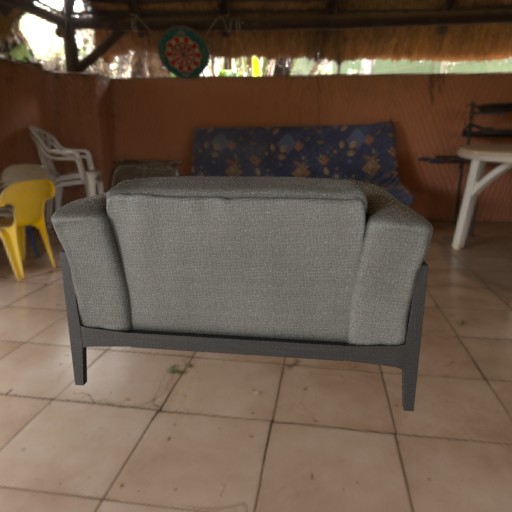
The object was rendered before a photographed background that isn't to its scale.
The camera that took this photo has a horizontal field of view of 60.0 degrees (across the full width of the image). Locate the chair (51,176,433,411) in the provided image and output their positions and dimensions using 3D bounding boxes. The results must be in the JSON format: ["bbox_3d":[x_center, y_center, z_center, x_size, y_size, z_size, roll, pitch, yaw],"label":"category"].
[{"bbox_3d":[0.000,0.000,1.677,1.056,0.646,0.969,2,15,8],"label":"chair"}]
